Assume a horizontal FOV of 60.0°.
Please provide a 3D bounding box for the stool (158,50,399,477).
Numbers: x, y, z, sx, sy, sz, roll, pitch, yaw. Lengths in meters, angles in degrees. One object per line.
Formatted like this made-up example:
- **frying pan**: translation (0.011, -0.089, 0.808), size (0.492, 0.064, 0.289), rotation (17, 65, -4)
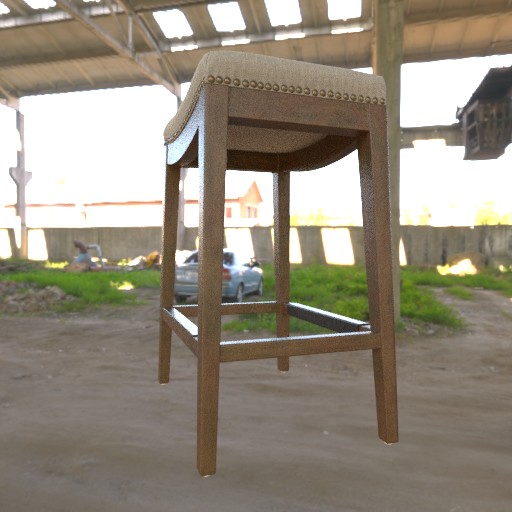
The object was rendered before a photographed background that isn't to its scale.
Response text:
- **stool**: translation (0.000, 0.000, 0.955), size (0.356, 0.660, 0.508), rotation (0, 1, -19)
